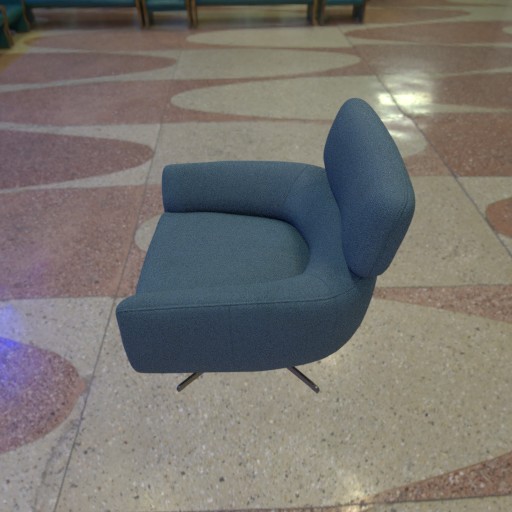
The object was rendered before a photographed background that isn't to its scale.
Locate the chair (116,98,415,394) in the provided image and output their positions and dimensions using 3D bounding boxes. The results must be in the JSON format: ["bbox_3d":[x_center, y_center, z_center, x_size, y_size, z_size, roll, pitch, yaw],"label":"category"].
[{"bbox_3d":[0.000,0.000,1.416,0.761,0.813,0.738,0,40,0],"label":"chair"}]
